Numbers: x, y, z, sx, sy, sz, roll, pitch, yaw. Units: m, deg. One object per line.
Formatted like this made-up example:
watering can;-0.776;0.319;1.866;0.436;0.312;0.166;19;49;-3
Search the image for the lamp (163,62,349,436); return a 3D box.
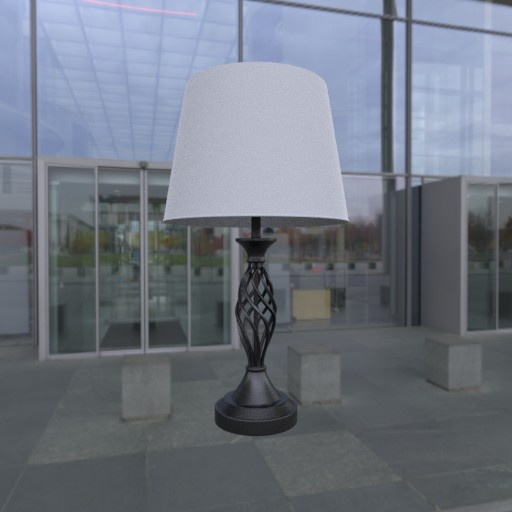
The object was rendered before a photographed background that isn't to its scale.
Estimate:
lamp;0.000;0.000;0.804;0.331;0.594;0.331;0;1;0
